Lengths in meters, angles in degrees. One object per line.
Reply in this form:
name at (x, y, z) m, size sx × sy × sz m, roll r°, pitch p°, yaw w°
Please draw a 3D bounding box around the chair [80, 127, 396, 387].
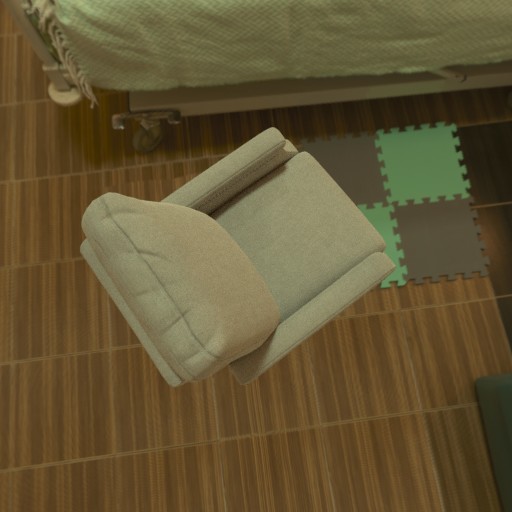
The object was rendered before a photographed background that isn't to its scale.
chair at (0.000, 0.000, 1.655) m, size 0.922 × 1.049 × 0.710 m, roll -36°, pitch 77°, yaw -9°
